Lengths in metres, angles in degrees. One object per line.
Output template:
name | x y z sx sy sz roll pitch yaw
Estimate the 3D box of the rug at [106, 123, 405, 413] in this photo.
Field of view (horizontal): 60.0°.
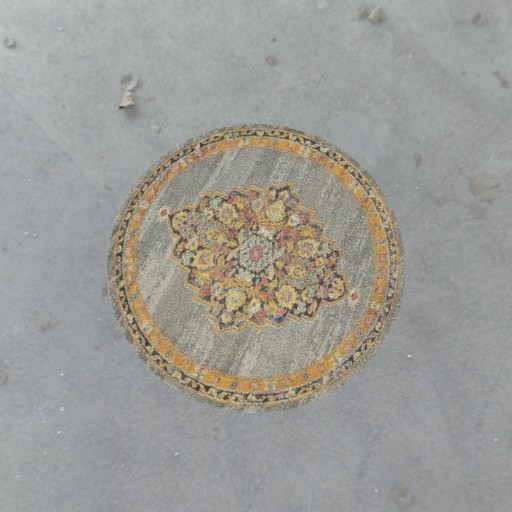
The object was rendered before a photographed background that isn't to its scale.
rug | 0.000 0.000 3.541 2.382 0.014 2.382 0 75 0
